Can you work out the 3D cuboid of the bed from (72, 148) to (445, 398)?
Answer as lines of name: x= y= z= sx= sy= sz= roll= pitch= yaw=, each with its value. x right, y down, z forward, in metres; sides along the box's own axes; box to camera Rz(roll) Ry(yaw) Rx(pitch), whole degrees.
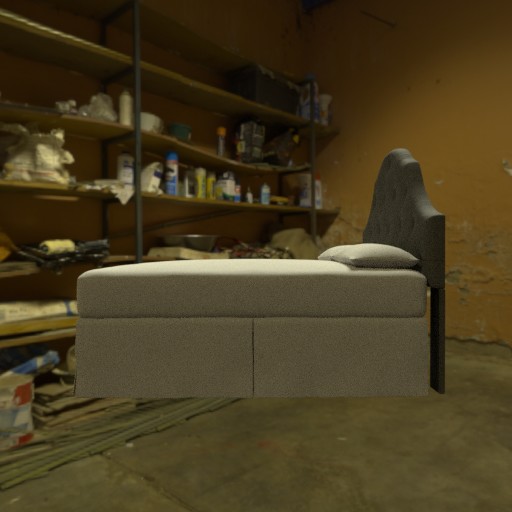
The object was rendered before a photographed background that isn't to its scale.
bed: x=0.000 y=0.000 z=3.287 sx=2.155 sy=1.575 sz=1.636 roll=0 pitch=1 yaw=-1
